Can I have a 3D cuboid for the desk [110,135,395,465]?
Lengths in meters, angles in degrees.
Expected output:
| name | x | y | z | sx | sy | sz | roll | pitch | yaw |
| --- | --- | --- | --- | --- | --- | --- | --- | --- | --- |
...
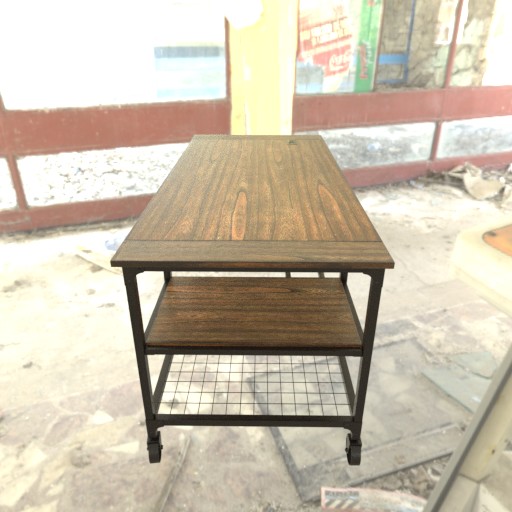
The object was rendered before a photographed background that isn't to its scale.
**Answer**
| name | x | y | z | sx | sy | sz | roll | pitch | yaw |
| --- | --- | --- | --- | --- | --- | --- | --- | --- | --- |
| desk | 0.000 | 0.000 | 1.968 | 0.711 | 0.751 | 1.590 | 0 | 27 | 1 |
